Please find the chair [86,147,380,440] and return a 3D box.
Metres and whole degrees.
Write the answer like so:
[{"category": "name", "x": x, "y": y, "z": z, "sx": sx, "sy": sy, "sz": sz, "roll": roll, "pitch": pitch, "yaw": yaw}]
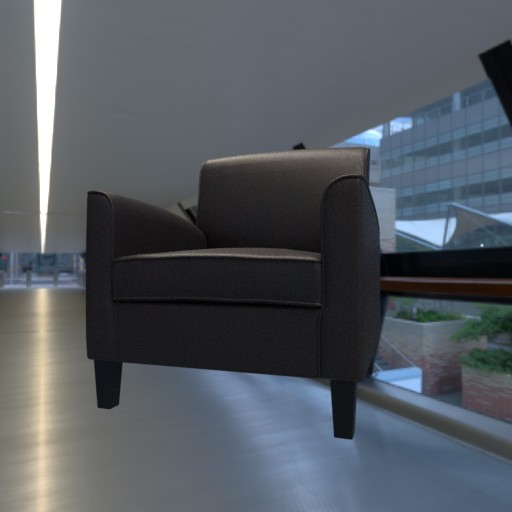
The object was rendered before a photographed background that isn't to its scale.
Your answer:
[{"category": "chair", "x": 0.000, "y": 0.000, "z": 1.563, "sx": 0.820, "sy": 0.916, "sz": 0.819, "roll": 0, "pitch": -1, "yaw": 19}]
